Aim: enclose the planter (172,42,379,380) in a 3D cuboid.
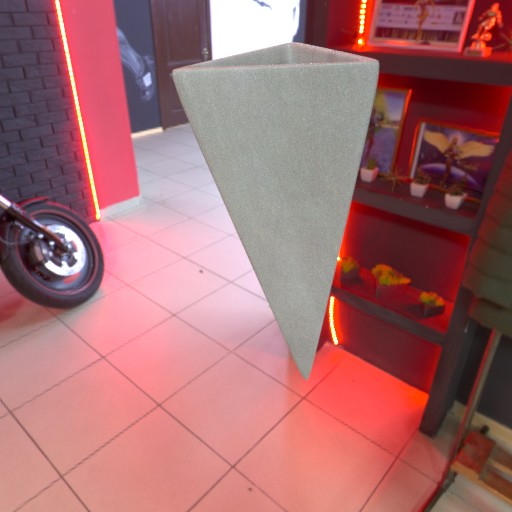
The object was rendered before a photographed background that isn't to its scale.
[{"bbox_3d":[0.000,0.000,0.154,0.047,0.130,0.058,-8,31,-14],"label":"planter"}]
